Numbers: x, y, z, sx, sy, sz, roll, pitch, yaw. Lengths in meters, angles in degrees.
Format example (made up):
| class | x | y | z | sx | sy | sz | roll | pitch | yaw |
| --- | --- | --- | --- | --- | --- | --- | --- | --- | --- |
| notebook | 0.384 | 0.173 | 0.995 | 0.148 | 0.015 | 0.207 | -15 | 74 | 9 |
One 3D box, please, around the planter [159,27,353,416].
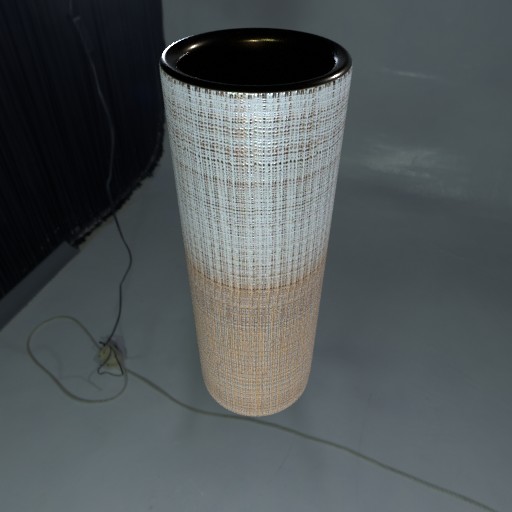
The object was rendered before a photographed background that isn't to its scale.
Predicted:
| class | x | y | z | sx | sy | sz | roll | pitch | yaw |
| --- | --- | --- | --- | --- | --- | --- | --- | --- | --- |
| planter | 0.000 | 0.000 | 0.319 | 0.099 | 0.278 | 0.099 | 12 | 43 | 13 |
